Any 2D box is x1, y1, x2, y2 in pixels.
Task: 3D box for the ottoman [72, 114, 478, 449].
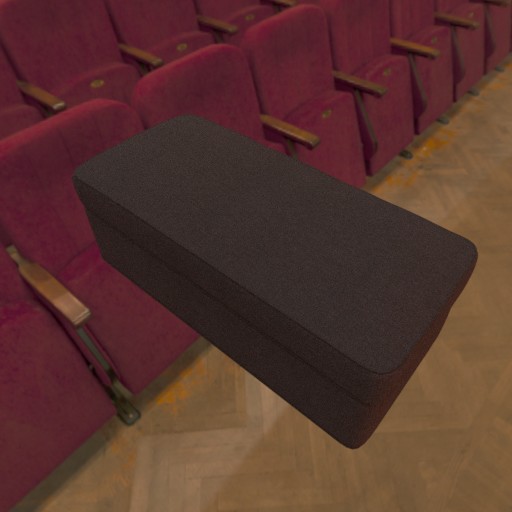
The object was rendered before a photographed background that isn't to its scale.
[{"bbox_3d":[0.000,0.000,1.377,1.110,0.460,0.515,31,54,27],"label":"ottoman"}]
